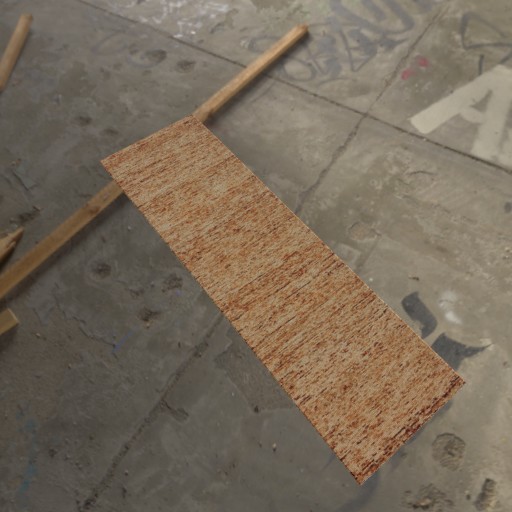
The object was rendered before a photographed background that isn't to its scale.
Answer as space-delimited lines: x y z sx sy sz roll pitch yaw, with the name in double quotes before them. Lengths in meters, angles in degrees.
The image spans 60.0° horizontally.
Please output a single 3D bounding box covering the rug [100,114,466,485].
"rug" 0.000 0.000 2.360 0.680 0.014 2.237 -34 65 -19
